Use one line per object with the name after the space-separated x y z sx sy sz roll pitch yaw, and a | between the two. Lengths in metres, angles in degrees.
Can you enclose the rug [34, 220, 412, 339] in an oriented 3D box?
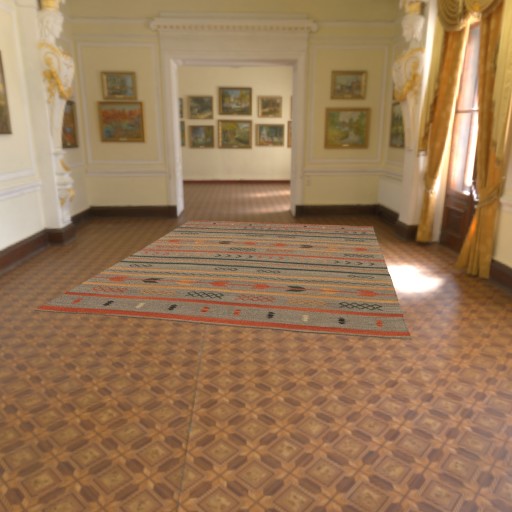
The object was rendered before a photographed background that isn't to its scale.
0.000 0.000 3.989 2.263 0.022 3.029 3 16 10 | rug
